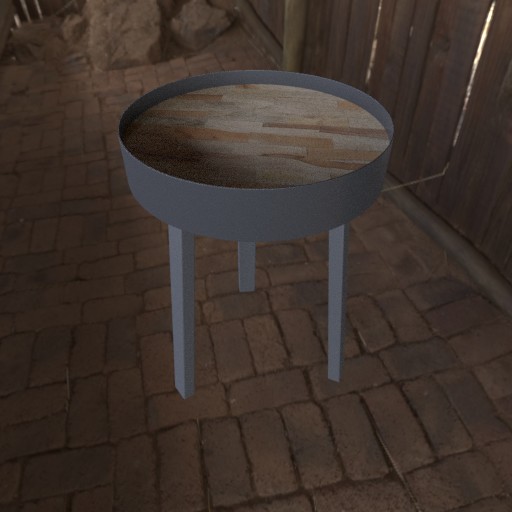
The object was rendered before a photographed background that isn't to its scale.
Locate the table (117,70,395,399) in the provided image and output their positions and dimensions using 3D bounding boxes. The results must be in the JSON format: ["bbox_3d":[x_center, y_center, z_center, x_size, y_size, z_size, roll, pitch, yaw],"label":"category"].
[{"bbox_3d":[0.000,0.000,0.850,0.406,0.559,0.406,0,41,0],"label":"table"}]
